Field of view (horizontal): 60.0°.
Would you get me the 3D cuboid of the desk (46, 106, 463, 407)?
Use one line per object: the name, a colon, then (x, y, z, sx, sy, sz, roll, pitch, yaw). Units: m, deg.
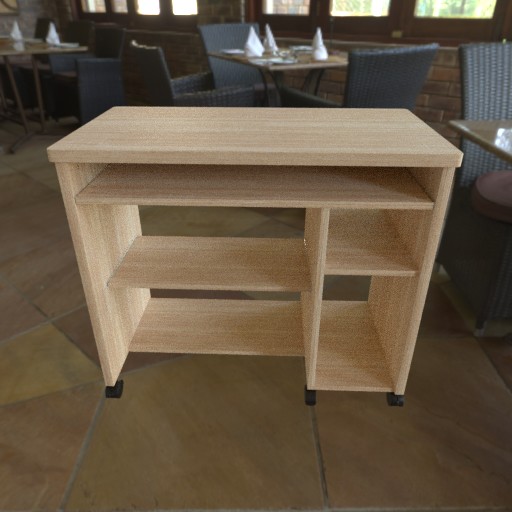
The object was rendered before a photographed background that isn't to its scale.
desk: (0.000, 0.000, 1.327, 0.884, 0.770, 0.480, 1, 29, 2)
